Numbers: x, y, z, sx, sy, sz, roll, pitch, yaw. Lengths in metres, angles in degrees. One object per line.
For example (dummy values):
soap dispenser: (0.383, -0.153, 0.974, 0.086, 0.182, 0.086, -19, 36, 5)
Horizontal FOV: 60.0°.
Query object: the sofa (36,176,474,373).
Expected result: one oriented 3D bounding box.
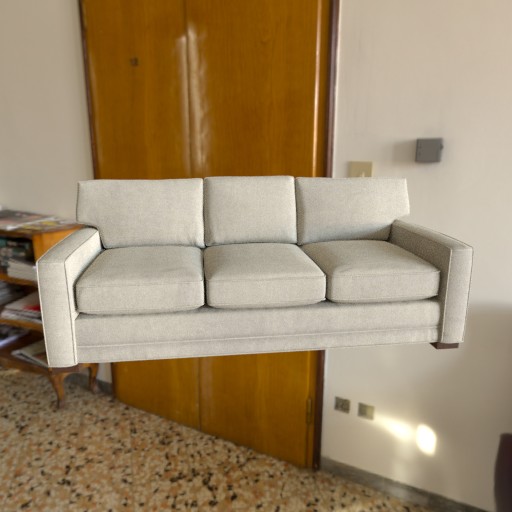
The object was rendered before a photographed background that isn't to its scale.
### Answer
sofa: (0.000, 0.000, 2.540, 2.093, 0.862, 0.936, -2, 14, -7)
